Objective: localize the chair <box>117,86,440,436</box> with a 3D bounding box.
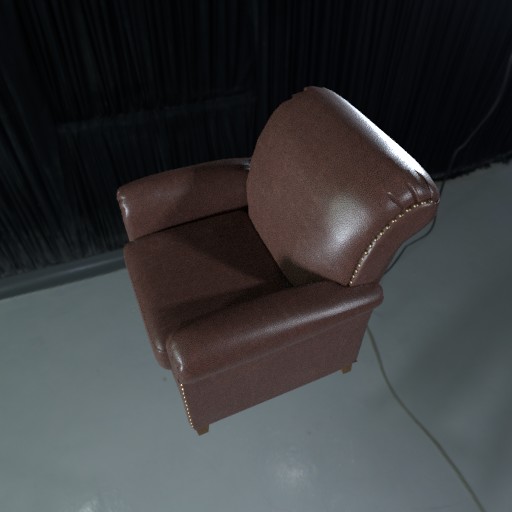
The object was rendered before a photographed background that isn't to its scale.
[{"bbox_3d":[0.000,0.000,1.613,0.890,0.927,0.854,-17,49,-16],"label":"chair"}]
